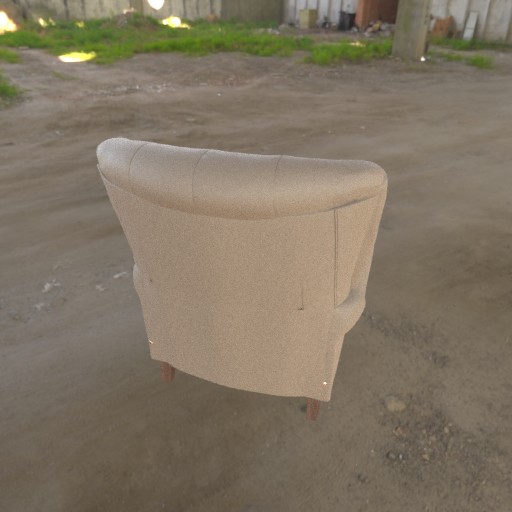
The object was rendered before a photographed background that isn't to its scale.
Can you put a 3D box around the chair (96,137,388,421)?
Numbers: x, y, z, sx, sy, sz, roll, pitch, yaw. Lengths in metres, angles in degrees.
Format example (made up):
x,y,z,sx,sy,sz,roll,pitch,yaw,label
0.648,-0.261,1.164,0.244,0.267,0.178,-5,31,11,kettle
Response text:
x,y,z,sx,sy,sz,roll,pitch,yaw,label
0.000,0.000,1.906,0.999,1.138,1.041,10,32,16,chair
